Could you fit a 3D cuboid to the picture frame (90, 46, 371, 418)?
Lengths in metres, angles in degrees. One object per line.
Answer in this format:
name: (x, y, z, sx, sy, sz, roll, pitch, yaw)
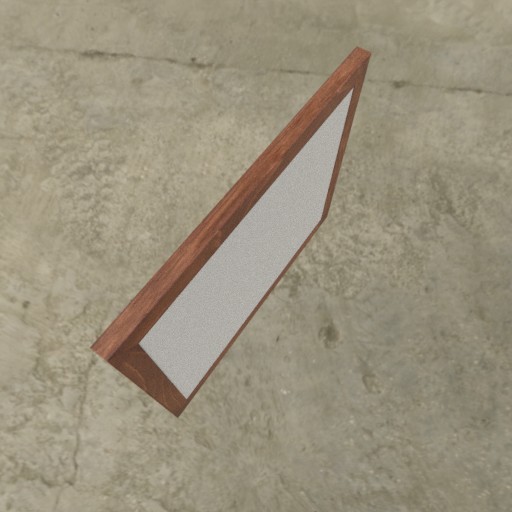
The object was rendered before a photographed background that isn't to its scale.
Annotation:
picture frame: (0.000, 0.000, 0.759, 0.025, 0.457, 0.559, 32, 67, 15)
